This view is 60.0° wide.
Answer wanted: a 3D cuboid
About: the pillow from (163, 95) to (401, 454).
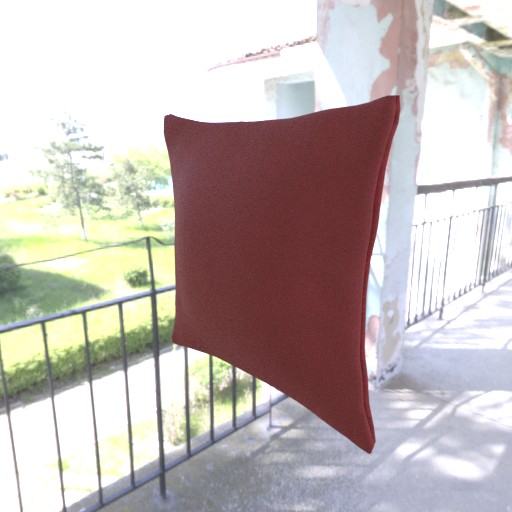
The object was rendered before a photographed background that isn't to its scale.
[{"bbox_3d":[0.000,0.000,0.648,0.151,0.416,0.435,-13,19,-42],"label":"pillow"}]
